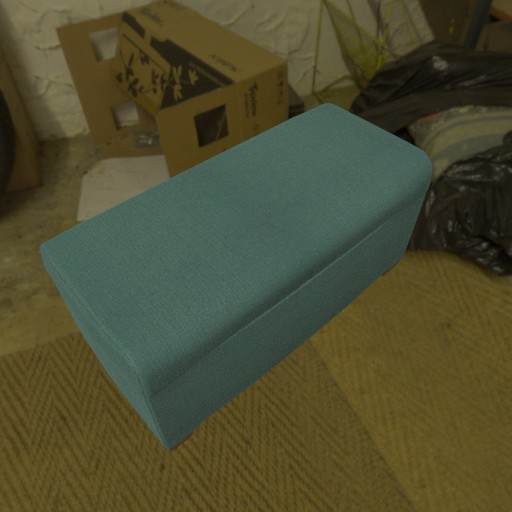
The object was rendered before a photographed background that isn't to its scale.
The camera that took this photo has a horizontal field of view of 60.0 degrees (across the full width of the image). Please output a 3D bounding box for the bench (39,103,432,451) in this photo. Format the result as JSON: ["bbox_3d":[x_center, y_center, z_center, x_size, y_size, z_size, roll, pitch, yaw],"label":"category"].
[{"bbox_3d":[0.000,0.000,1.273,0.995,0.474,0.476,-33,56,-27],"label":"bench"}]
